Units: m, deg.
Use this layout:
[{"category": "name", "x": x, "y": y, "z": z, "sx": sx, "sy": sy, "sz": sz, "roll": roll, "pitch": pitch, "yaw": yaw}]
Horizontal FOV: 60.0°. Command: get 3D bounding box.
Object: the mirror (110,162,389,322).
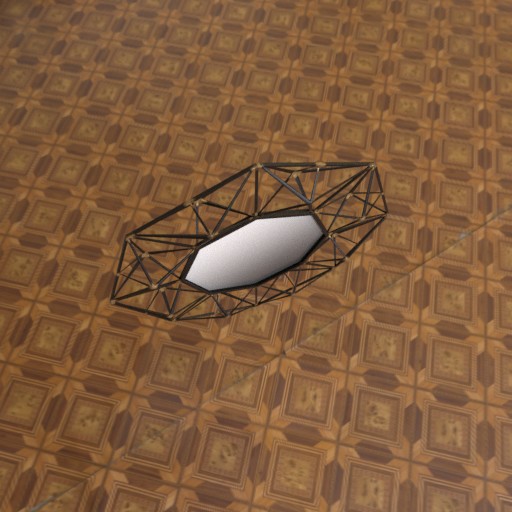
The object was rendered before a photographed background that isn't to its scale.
[{"category": "mirror", "x": 0.000, "y": 0.000, "z": 1.068, "sx": 0.710, "sy": 0.710, "sz": 0.094, "roll": -17, "pitch": 65, "yaw": -8}]
